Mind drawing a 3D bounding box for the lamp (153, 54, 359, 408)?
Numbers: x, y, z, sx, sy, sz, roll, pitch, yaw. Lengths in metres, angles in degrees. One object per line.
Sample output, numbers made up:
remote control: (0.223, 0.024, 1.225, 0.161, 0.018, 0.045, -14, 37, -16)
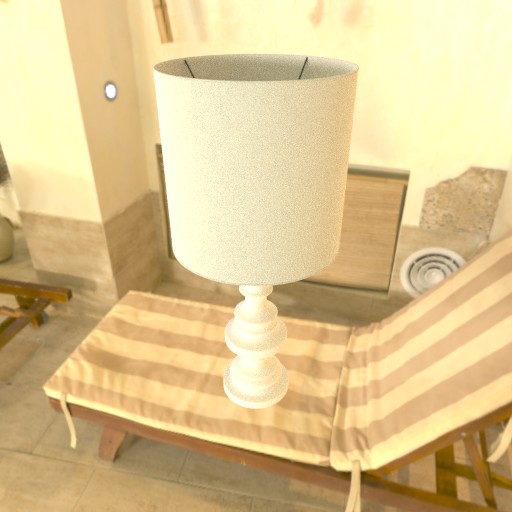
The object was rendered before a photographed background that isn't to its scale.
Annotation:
lamp: (0.000, 0.000, 0.571, 0.208, 0.455, 0.208, 9, 31, 15)
